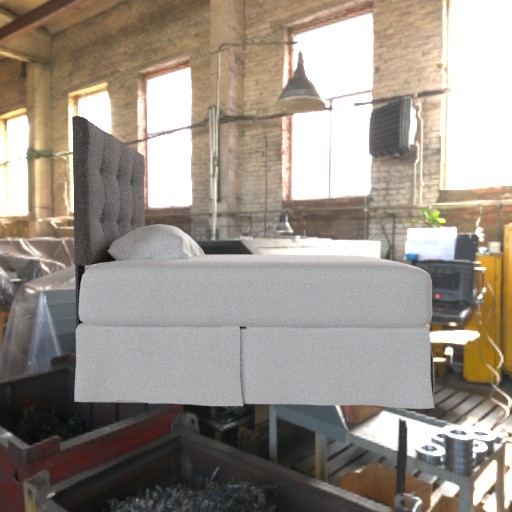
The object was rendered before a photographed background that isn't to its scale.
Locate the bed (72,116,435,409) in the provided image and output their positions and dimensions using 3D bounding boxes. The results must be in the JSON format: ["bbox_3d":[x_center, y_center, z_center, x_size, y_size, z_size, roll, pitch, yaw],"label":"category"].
[{"bbox_3d":[0.000,0.000,2.954,1.997,1.571,1.261,0,2,2],"label":"bed"}]
